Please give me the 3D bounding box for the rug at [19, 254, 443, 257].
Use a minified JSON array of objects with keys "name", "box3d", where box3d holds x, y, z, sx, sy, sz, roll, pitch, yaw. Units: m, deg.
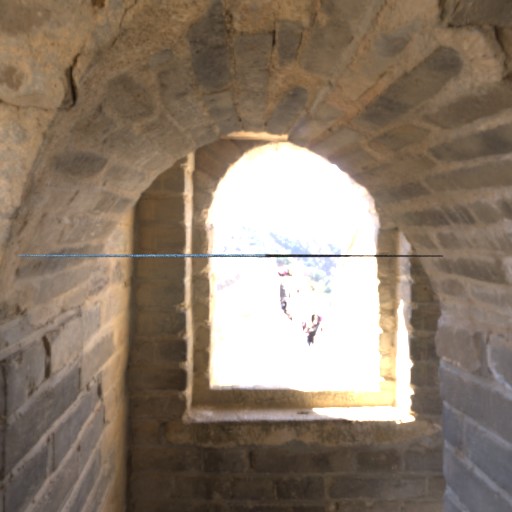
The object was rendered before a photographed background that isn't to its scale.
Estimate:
[{"name":"rug","box3d":[0.000,0.000,4.002,2.441,0.016,3.050,0,0,37]}]
